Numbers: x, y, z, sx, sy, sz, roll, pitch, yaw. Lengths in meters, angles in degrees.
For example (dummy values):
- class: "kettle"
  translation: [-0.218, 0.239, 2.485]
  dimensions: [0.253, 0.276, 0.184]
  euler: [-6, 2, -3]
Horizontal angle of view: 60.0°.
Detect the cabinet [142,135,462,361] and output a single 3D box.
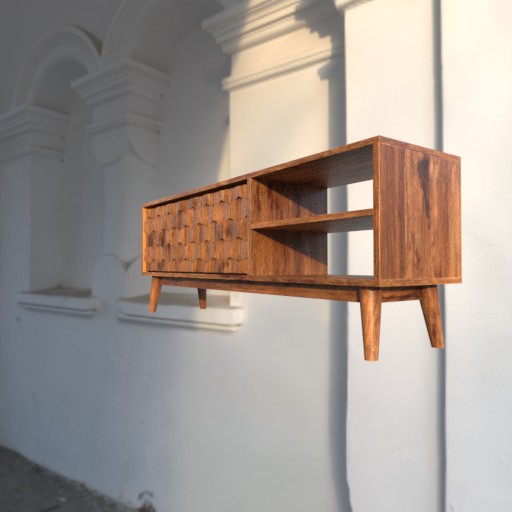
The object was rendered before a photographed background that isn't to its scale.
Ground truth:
- class: "cabinet"
  translation: [0.000, 0.000, 1.703]
  dimensions: [0.349, 0.528, 1.448]
  euler: [1, -1, -36]
